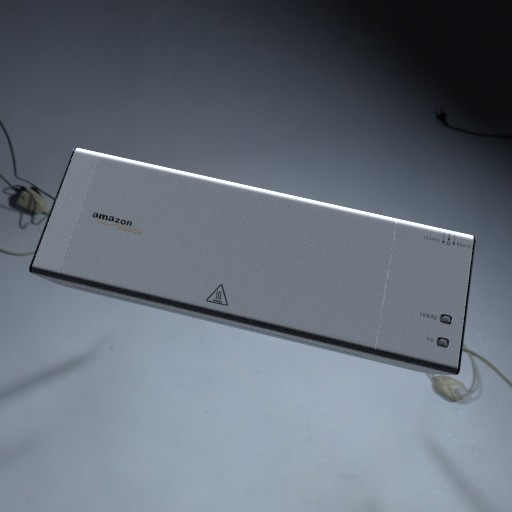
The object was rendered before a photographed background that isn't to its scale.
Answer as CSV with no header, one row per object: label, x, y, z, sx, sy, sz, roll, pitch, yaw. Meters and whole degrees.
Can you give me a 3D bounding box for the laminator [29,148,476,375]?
laminator,0.000,0.000,0.383,0.340,0.062,0.123,13,76,3
